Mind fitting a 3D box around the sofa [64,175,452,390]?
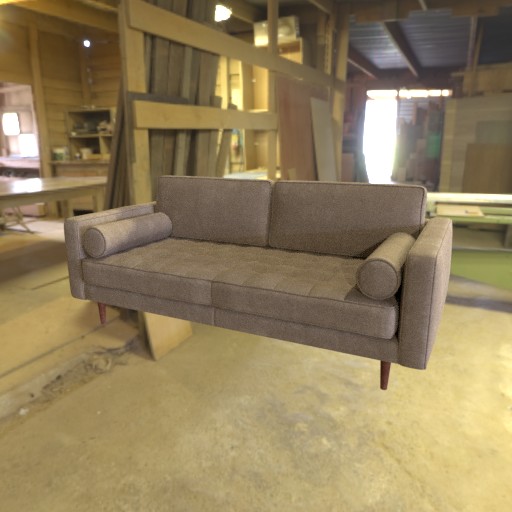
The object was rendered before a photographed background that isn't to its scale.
[{"bbox_3d":[0.000,0.000,2.350,1.883,0.769,0.920,7,16,25],"label":"sofa"}]
